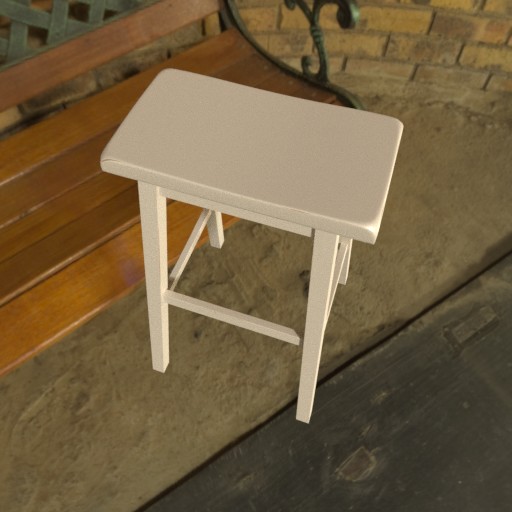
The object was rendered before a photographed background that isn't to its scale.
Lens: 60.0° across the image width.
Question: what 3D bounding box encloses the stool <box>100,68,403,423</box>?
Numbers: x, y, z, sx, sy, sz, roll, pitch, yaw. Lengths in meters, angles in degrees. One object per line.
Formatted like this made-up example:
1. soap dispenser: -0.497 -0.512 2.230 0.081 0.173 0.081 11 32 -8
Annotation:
1. stool: 0.000 0.000 1.029 0.457 0.737 0.476 16 60 10
